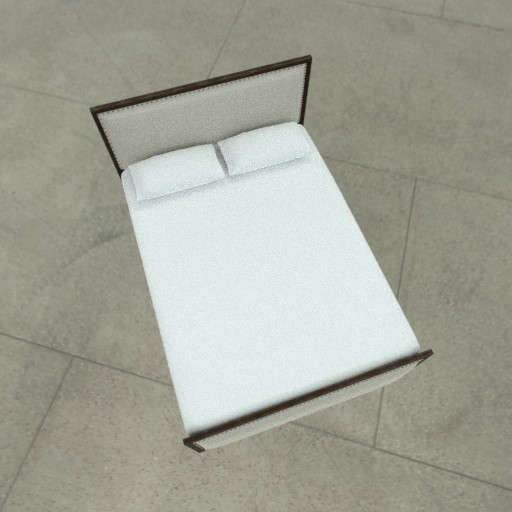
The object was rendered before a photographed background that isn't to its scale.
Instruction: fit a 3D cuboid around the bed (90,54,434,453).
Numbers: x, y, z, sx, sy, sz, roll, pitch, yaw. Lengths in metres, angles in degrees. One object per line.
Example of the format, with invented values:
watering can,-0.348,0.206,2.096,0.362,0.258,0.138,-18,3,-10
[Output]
bed,0.000,0.000,3.211,1.607,1.313,2.221,-17,64,-9
